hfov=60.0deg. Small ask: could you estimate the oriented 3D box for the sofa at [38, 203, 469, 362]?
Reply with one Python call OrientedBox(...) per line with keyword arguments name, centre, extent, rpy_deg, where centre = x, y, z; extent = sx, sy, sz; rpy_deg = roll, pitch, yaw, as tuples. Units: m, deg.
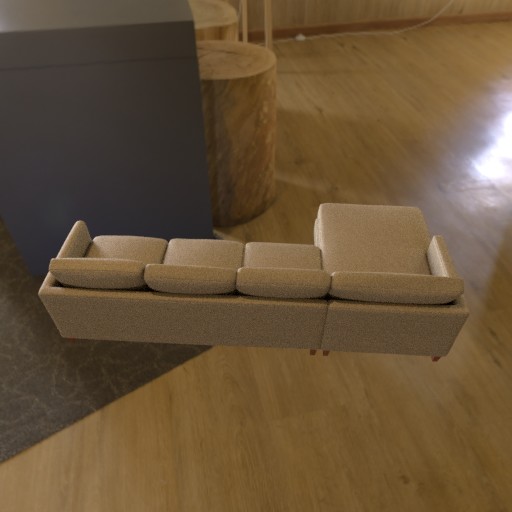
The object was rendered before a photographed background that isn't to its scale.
OrientedBox(name="sofa", centre=(0.000, 0.000, 3.907), extent=(3.201, 0.876, 1.502), rpy_deg=(2, 45, 2))
